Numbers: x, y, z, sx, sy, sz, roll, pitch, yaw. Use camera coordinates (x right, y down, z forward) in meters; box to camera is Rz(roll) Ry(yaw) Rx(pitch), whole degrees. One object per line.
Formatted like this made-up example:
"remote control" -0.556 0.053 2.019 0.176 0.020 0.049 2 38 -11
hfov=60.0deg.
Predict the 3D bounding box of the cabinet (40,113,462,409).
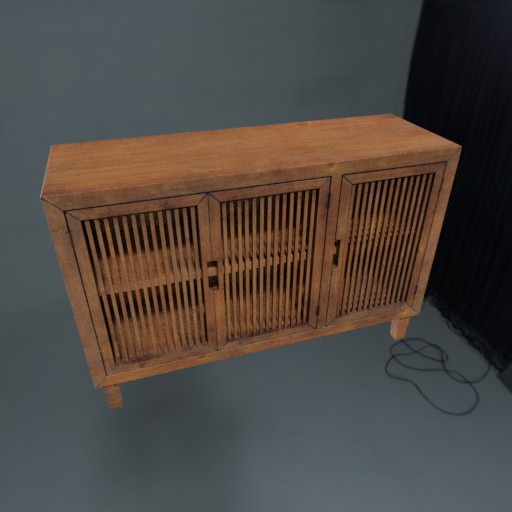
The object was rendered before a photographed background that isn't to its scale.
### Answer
"cabinet" 0.000 0.000 1.584 1.204 0.805 0.403 -10 34 -15
